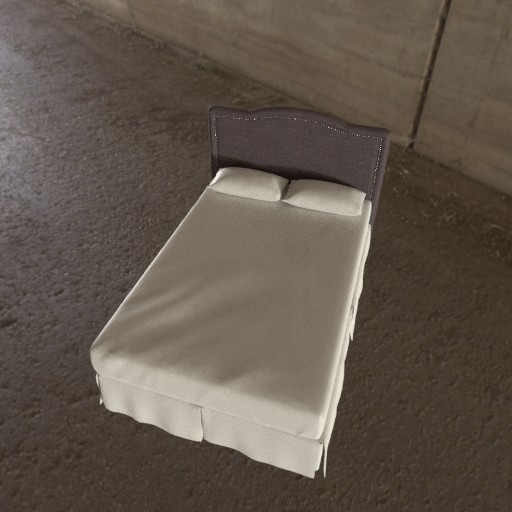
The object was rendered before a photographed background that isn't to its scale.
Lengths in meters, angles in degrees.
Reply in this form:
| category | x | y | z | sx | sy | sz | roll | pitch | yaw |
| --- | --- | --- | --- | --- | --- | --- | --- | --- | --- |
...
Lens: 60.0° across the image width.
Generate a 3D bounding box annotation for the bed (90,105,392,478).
| category | x | y | z | sx | sy | sz | roll | pitch | yaw |
| --- | --- | --- | --- | --- | --- | --- | --- | --- | --- |
| bed | 0.000 | 0.000 | 3.528 | 1.741 | 1.441 | 2.507 | 12 | 43 | 13 |
